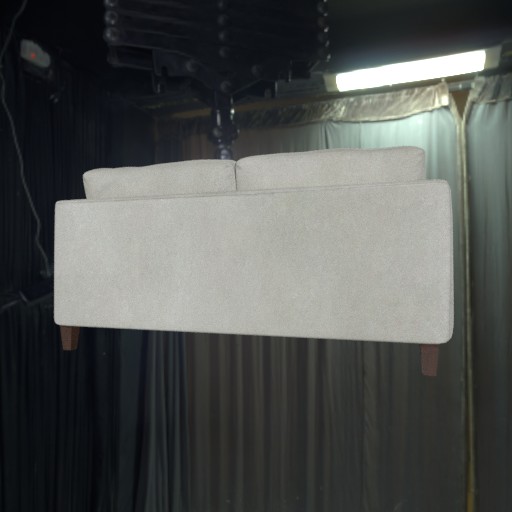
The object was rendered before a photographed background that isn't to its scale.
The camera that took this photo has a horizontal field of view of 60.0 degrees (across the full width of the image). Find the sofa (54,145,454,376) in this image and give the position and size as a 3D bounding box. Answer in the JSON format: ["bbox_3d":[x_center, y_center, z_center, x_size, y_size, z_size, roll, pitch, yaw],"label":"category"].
[{"bbox_3d":[0.000,0.000,2.357,1.846,0.940,0.950,0,-1,18],"label":"sofa"}]
